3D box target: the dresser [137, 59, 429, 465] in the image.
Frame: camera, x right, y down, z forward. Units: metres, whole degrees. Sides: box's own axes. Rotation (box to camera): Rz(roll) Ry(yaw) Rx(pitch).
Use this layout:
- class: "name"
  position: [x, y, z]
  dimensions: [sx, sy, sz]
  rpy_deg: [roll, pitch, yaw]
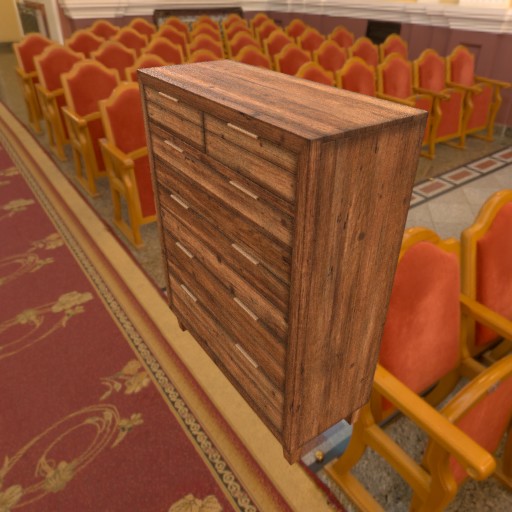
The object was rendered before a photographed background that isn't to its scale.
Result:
- class: "dresser"
  position: [0.000, 0.000, 1.866]
  dimensions: [0.438, 1.359, 1.067]
  rpy_deg: [-20, 38, -29]
